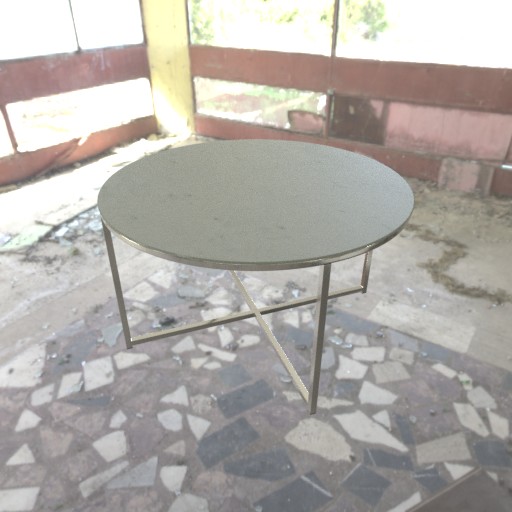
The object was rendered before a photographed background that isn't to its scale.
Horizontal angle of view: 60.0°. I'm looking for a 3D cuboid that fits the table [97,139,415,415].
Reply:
[{"bbox_3d":[0.000,0.000,1.283,0.800,0.450,0.800,0,31,0],"label":"table"}]
